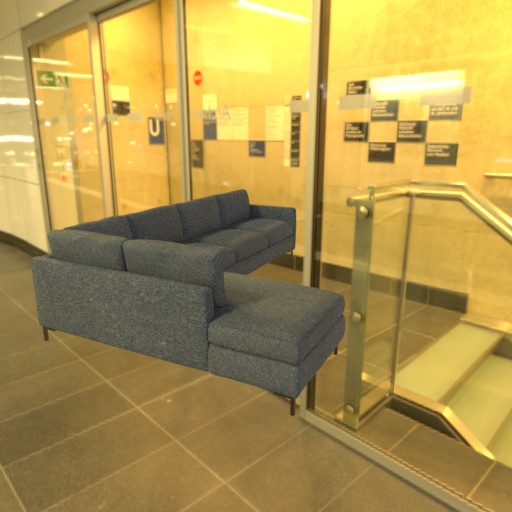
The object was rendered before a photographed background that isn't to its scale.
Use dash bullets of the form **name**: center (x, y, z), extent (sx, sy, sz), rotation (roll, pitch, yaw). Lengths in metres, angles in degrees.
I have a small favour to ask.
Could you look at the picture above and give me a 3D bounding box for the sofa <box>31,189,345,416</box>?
- **sofa**: center (0.000, 0.000, 3.875), extent (2.007, 0.815, 2.949), rotation (8, 17, 26)
